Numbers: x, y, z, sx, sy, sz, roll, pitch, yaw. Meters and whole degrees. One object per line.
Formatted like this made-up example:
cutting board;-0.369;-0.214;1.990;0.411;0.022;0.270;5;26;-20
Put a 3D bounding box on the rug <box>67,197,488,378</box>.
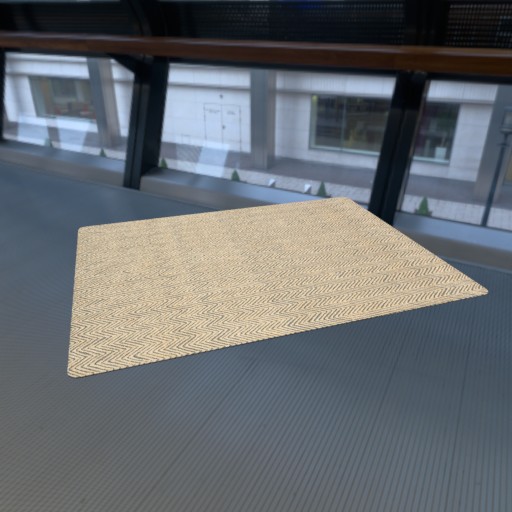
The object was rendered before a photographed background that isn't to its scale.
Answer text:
rug;0.000;0.000;4.161;3.207;0.014;2.439;-8;28;-16
